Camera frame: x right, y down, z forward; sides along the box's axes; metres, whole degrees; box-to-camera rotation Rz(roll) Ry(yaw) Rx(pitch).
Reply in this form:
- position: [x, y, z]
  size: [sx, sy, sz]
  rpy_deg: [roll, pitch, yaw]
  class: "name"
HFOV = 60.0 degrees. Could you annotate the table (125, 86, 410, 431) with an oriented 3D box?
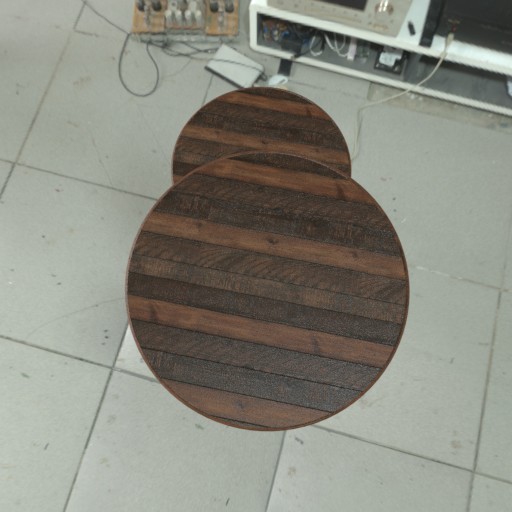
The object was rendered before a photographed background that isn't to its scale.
- position: [0.000, 0.000, 1.631]
  size: [0.870, 0.516, 1.152]
  rpy_deg: [-14, 77, -3]
  class: "table"
